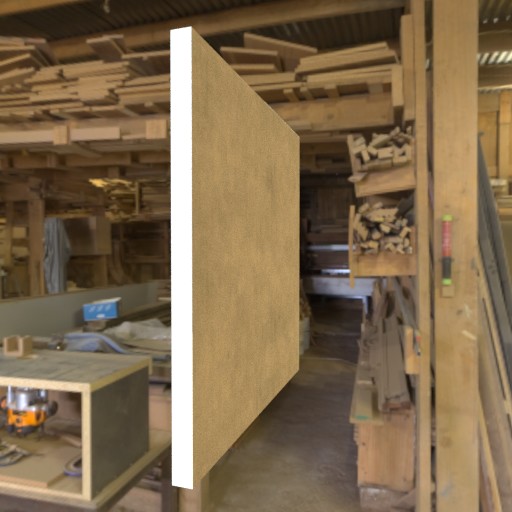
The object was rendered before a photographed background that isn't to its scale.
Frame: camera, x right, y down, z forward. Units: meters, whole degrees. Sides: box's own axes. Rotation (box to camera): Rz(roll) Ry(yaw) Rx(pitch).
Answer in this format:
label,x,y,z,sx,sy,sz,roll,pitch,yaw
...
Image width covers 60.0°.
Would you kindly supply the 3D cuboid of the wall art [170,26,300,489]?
label,x,y,z,sx,sy,sz,roll,pitch,yaw
wall art,0.000,0.000,0.652,0.023,0.453,0.455,0,1,19
